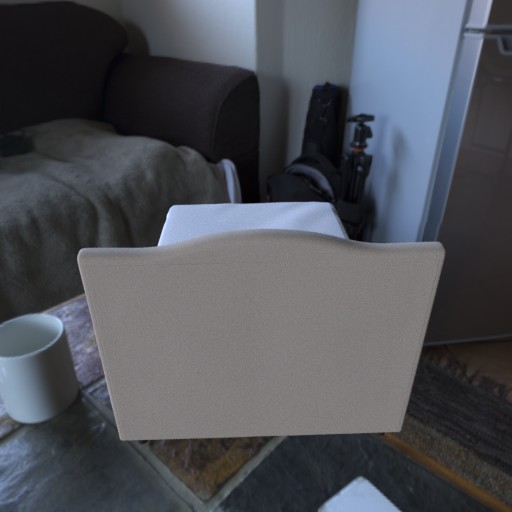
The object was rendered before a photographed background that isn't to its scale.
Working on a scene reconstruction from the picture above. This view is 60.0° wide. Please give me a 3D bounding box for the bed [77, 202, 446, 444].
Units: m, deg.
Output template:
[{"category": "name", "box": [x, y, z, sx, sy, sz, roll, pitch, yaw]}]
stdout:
[{"category": "bed", "box": [0.000, 0.000, 3.162, 1.678, 1.398, 2.052, -1, 30, -2]}]
